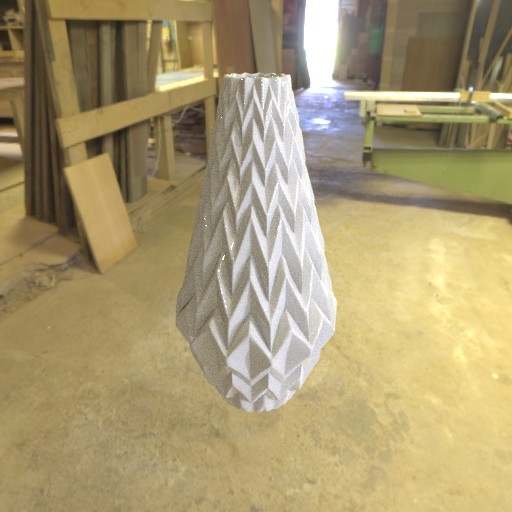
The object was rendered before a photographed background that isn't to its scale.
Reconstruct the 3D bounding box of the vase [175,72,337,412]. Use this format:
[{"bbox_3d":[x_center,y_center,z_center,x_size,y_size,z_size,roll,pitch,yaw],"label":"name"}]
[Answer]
[{"bbox_3d":[0.000,0.000,0.433,0.167,0.328,0.167,0,26,0],"label":"vase"}]
